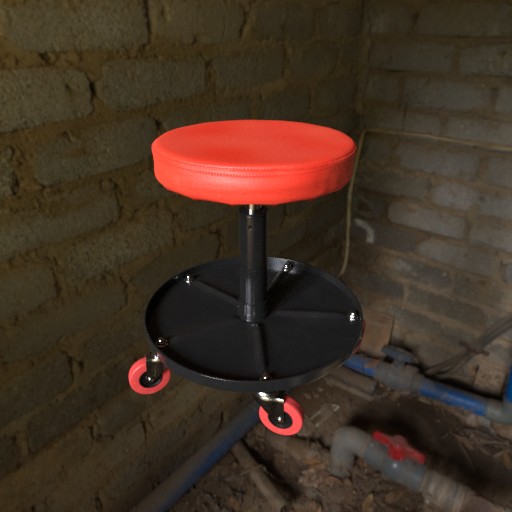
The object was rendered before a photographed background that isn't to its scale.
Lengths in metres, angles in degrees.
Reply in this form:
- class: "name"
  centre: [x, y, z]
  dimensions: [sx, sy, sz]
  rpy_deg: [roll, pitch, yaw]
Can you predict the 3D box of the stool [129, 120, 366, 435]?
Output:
- class: "stool"
  centre: [0.000, 0.000, 0.686]
  dimensions: [0.381, 0.365, 0.382]
  rpy_deg: [0, 28, 0]
